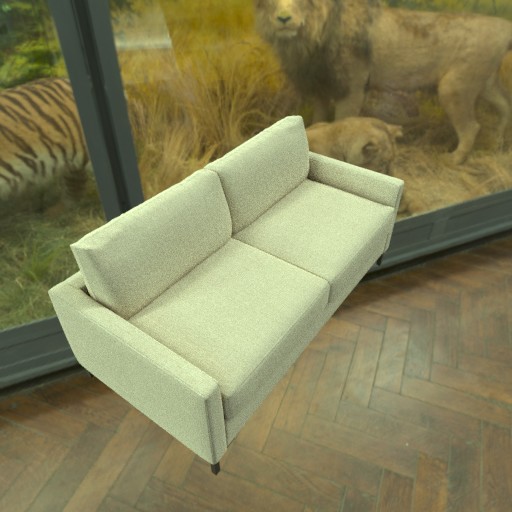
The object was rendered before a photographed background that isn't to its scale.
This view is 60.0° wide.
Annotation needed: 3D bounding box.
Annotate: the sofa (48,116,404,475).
[{"bbox_3d":[0.000,0.000,2.137,0.839,0.812,1.651,25,46,27],"label":"sofa"}]
